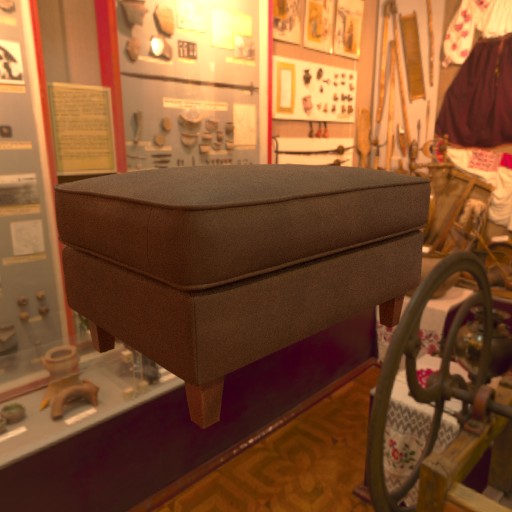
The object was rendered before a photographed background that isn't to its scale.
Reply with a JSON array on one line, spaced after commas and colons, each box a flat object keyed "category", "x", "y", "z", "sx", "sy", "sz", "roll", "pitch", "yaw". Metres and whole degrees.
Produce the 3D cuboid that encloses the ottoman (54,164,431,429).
[{"category": "ottoman", "x": 0.000, "y": 0.000, "z": 1.205, "sx": 0.860, "sy": 0.481, "sz": 0.596, "roll": -13, "pitch": 19, "yaw": -42}]
